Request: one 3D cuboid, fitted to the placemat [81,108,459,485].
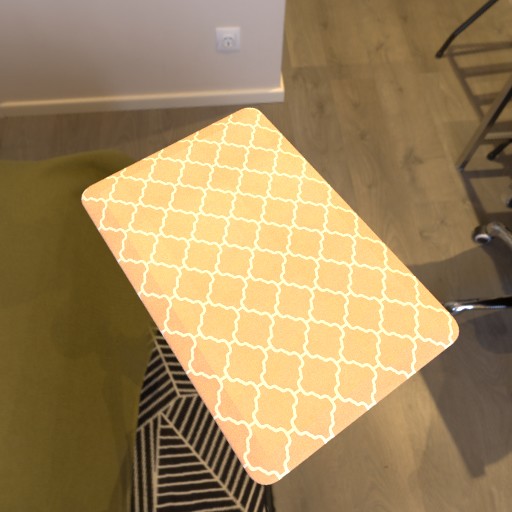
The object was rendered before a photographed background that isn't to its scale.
[{"bbox_3d":[0.000,0.000,0.965,0.508,0.021,0.762,-32,67,-15],"label":"placemat"}]
